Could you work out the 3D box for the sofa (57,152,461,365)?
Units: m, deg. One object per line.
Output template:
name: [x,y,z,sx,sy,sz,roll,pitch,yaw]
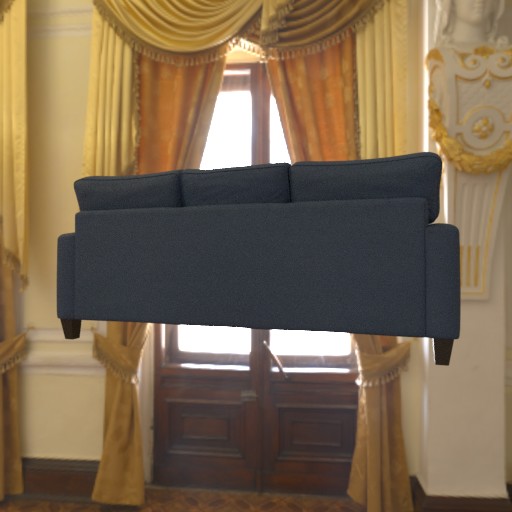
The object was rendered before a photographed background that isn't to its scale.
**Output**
sofa: [0.000,0.000,2.658,2.158,0.965,0.951,0,0,18]
